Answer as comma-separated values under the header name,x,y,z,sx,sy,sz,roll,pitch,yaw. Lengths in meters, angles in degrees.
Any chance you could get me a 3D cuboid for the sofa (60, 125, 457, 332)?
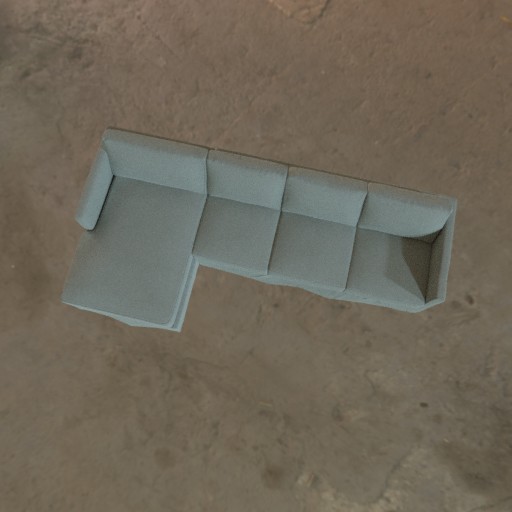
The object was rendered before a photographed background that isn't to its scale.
name,x,y,z,sx,sy,sz,roll,pitch,yaw
sofa,0.000,0.000,3.961,3.205,0.922,1.650,13,75,3
